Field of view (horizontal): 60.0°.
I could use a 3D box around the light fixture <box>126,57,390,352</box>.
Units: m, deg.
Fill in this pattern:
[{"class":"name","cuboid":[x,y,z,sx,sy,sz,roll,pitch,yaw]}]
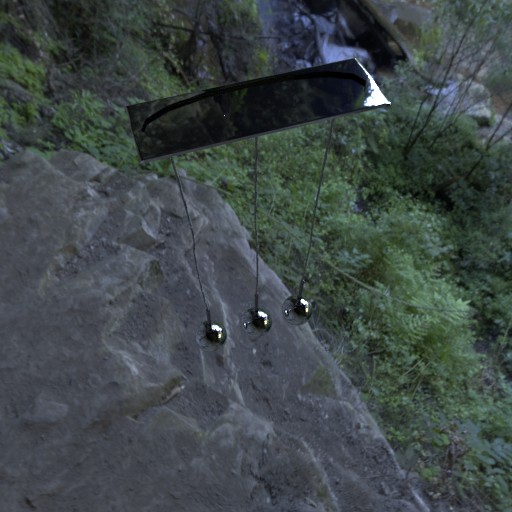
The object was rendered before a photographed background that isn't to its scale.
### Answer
[{"class":"light fixture","cuboid":[0.000,0.000,1.672,0.623,1.408,0.188,-16,60,-9]}]
